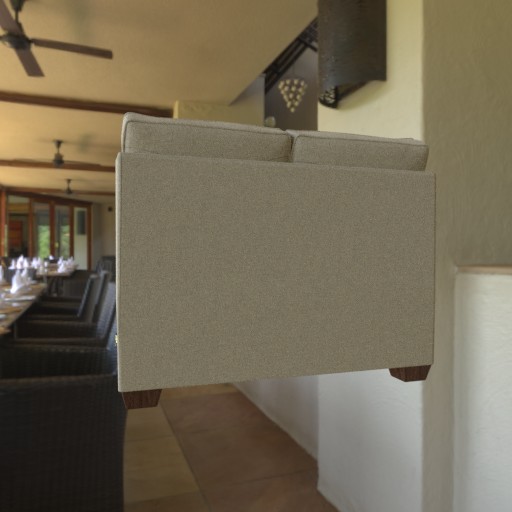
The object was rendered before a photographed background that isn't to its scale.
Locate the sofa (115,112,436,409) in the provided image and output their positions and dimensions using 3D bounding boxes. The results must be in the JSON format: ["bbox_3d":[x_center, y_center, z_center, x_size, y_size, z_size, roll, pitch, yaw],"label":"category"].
[{"bbox_3d":[0.000,0.000,2.042,1.237,1.008,0.951,0,0,-17],"label":"sofa"}]
